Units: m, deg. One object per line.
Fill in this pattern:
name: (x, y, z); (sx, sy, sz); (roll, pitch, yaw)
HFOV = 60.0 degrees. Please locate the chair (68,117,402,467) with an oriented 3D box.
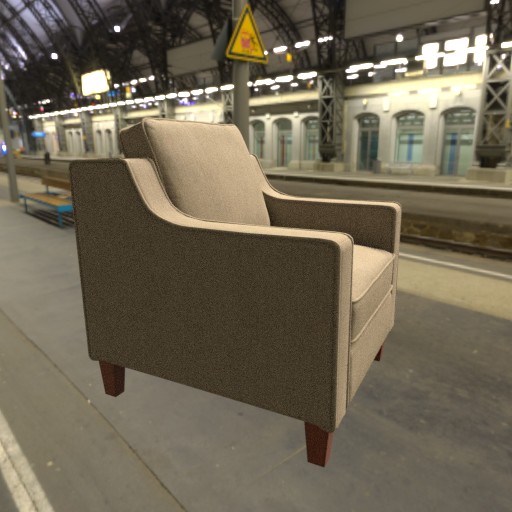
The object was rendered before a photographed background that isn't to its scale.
chair: (0.000, 0.000, 1.625); (0.909, 0.960, 0.831); (7, 16, 26)
